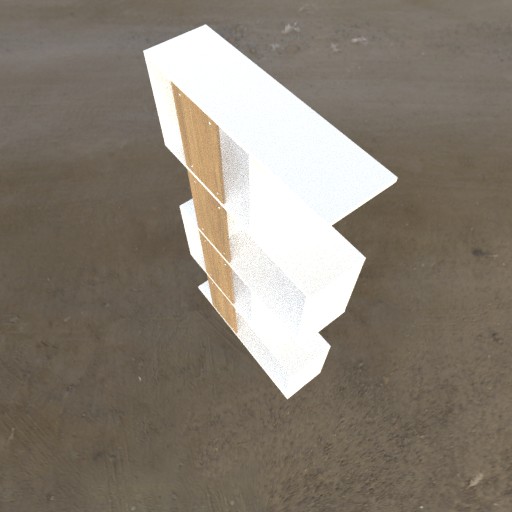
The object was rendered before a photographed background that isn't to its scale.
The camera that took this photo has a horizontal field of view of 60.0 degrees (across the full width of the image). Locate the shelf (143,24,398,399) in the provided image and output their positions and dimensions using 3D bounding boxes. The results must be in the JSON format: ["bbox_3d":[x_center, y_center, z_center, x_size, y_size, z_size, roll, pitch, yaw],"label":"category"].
[{"bbox_3d":[0.000,0.000,2.005,0.250,1.650,0.890,-33,64,-19],"label":"shelf"}]
